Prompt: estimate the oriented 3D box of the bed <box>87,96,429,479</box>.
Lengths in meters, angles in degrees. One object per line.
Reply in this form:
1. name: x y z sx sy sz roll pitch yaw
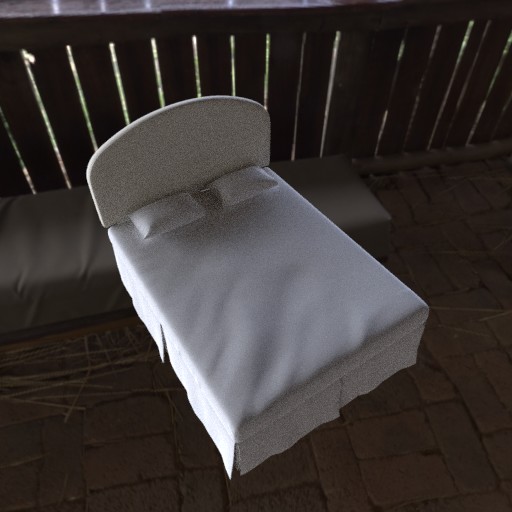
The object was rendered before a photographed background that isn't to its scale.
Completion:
1. bed: 0.000 0.000 3.054 1.607 1.410 2.005 -25 51 -22
